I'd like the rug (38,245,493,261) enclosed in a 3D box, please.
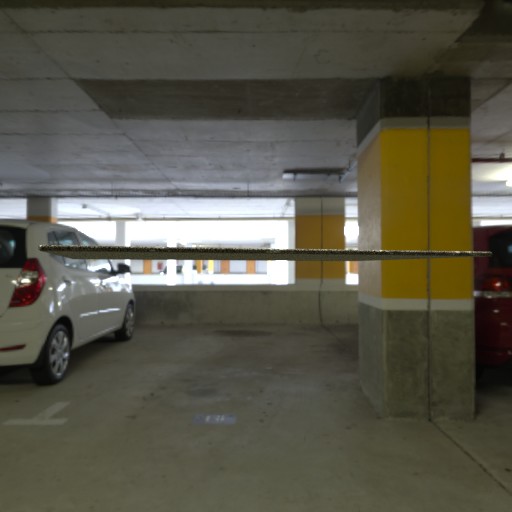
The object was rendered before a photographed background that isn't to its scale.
[{"bbox_3d":[0.000,0.000,3.364,2.743,0.030,1.778,1,-2,-18],"label":"rug"}]
